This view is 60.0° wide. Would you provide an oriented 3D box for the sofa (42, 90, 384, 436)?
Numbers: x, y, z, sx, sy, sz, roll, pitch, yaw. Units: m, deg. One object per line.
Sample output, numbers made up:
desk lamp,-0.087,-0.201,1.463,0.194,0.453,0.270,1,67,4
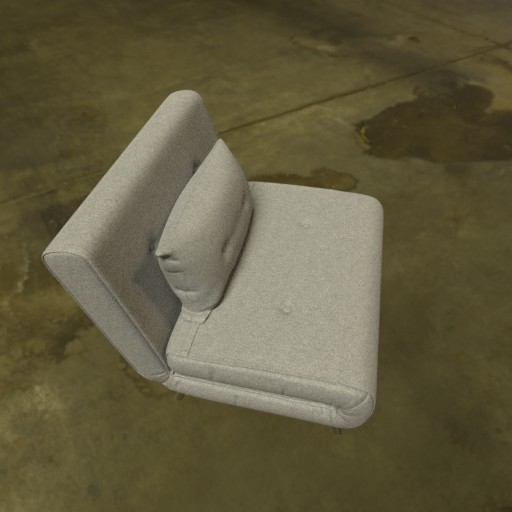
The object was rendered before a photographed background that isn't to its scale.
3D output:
sofa,0.000,0.000,1.740,1.000,0.825,1.020,9,46,9
